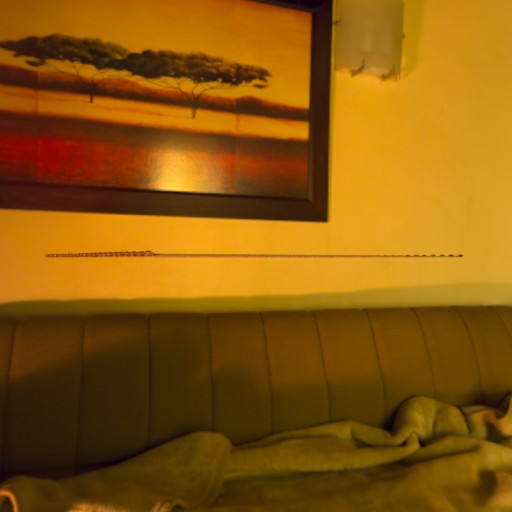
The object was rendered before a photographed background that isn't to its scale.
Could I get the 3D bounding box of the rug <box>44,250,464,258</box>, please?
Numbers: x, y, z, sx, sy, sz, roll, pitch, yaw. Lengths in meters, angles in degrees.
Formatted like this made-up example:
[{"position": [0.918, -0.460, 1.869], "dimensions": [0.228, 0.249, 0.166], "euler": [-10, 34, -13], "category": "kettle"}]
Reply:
[{"position": [0.000, 0.000, 4.391], "dimensions": [3.369, 0.035, 2.451], "euler": [0, 0, -37], "category": "rug"}]
